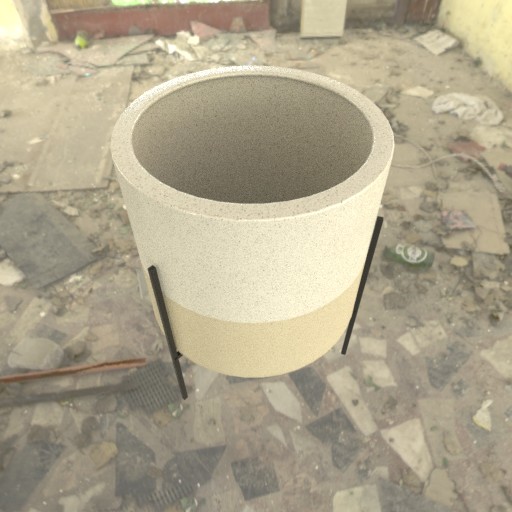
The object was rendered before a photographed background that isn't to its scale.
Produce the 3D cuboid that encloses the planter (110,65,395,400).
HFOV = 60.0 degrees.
[{"bbox_3d":[0.000,0.000,0.740,0.368,0.484,0.359,10,48,9],"label":"planter"}]
